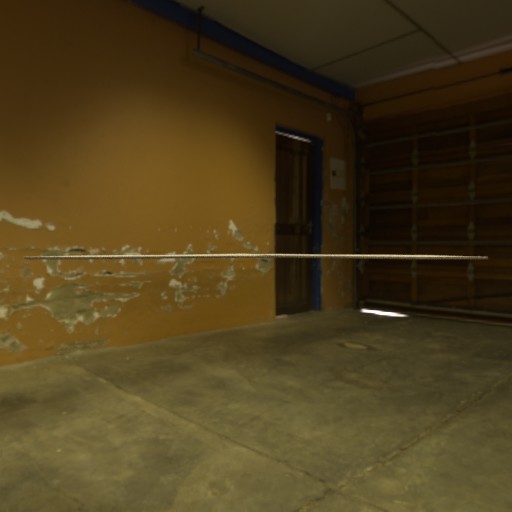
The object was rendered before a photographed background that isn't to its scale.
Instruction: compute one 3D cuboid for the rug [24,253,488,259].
[{"bbox_3d":[0.000,0.000,3.029,2.342,0.030,1.609,0,0,1],"label":"rug"}]
